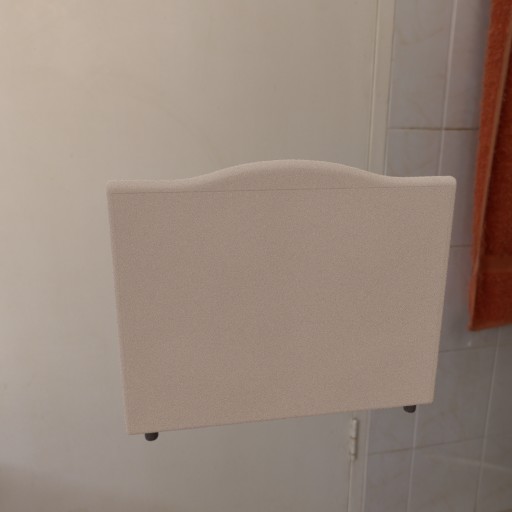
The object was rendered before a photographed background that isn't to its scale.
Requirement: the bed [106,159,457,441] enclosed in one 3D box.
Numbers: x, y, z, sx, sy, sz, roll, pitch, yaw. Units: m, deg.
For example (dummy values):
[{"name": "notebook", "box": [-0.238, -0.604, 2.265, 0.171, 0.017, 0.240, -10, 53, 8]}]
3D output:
[{"name": "bed", "box": [0.000, 0.000, 3.156, 1.678, 1.398, 2.052, -2, 14, -10]}]
